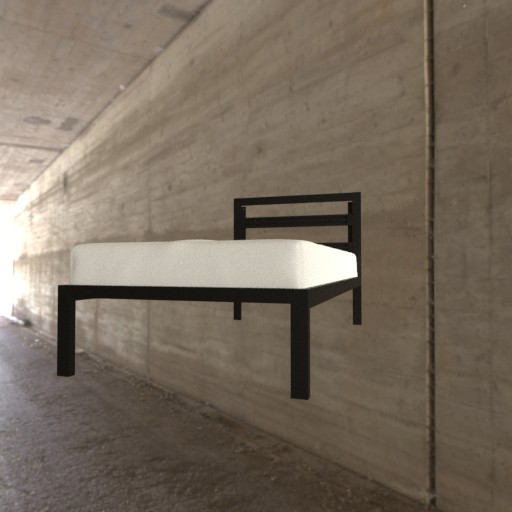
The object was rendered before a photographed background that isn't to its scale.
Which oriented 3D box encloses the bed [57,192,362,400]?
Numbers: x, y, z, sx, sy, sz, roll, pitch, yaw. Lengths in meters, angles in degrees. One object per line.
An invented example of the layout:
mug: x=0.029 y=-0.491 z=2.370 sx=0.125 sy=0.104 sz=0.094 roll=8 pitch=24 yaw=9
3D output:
bed: x=0.000 y=0.000 z=2.495 sx=0.991 sy=0.967 sz=1.930 roll=0 pitch=-1 yaw=18
